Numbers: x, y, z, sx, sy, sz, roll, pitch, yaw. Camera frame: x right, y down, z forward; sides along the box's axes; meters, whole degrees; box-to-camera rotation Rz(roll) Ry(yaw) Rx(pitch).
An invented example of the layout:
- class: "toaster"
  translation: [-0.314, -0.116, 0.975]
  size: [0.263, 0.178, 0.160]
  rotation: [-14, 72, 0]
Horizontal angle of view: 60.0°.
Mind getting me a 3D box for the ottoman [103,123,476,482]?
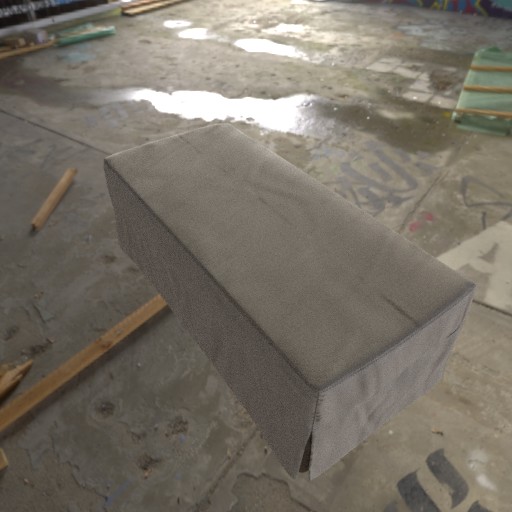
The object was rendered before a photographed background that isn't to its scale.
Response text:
- class: "ottoman"
  translation: [0.000, 0.000, 1.670]
  size: [0.665, 0.457, 1.388]
  rotation: [-25, 47, -26]
